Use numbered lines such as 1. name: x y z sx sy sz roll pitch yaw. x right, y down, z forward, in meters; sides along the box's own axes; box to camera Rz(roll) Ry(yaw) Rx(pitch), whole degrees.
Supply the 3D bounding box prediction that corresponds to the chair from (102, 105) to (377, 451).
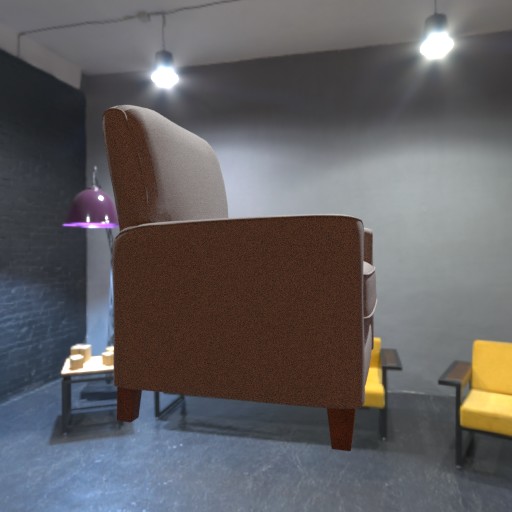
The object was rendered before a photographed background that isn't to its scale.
1. chair: 0.000 0.000 1.634 0.859 1.023 0.845 0 1 17
